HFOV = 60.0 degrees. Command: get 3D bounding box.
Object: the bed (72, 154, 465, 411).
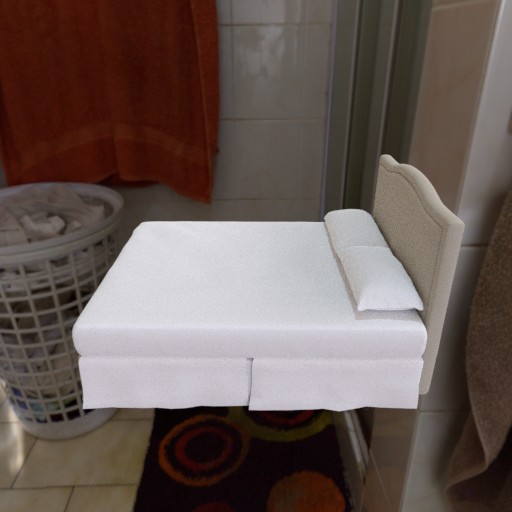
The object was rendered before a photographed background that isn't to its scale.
[{"bbox_3d":[0.000,0.000,3.630,2.477,1.437,1.977,0,26,1],"label":"bed"}]
